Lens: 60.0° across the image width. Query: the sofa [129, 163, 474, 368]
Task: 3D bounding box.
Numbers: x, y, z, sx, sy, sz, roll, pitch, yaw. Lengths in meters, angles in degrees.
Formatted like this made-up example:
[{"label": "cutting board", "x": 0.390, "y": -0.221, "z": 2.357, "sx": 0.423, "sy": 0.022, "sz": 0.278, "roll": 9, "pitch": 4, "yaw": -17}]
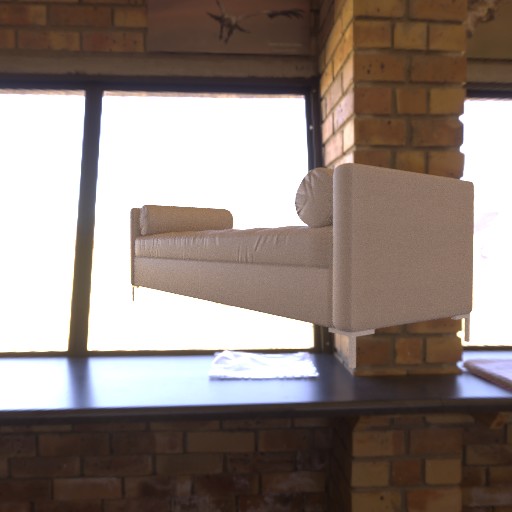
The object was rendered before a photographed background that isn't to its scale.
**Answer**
[{"label": "sofa", "x": 0.000, "y": 0.000, "z": 2.326, "sx": 0.686, "sy": 0.635, "sz": 1.981, "roll": -1, "pitch": 2, "yaw": -35}]
